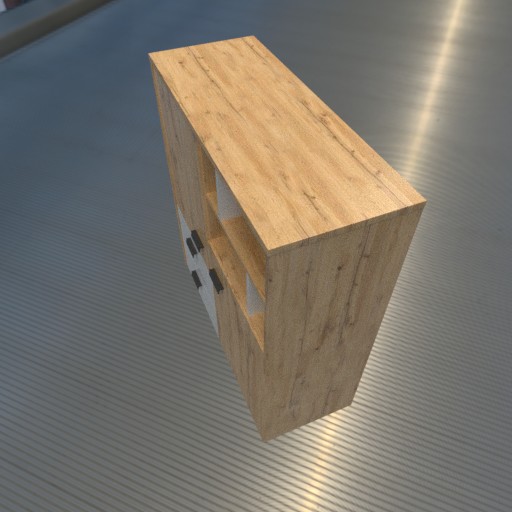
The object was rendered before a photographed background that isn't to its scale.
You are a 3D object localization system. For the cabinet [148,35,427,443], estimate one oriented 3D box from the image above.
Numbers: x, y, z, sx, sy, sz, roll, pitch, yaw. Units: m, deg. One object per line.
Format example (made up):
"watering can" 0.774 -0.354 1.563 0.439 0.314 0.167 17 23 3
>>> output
"cabinet" 0.000 0.000 1.970 0.473 1.397 1.168 -17 50 -15
